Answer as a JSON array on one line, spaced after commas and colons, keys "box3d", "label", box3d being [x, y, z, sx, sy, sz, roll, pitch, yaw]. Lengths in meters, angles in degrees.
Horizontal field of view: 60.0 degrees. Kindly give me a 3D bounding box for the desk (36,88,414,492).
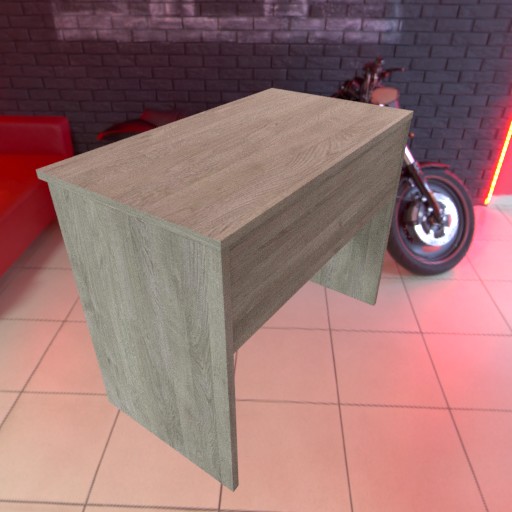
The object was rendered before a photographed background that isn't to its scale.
[{"box3d": [0.000, 0.000, 1.311, 0.498, 0.724, 0.893, 21, 39, 29], "label": "desk"}]
